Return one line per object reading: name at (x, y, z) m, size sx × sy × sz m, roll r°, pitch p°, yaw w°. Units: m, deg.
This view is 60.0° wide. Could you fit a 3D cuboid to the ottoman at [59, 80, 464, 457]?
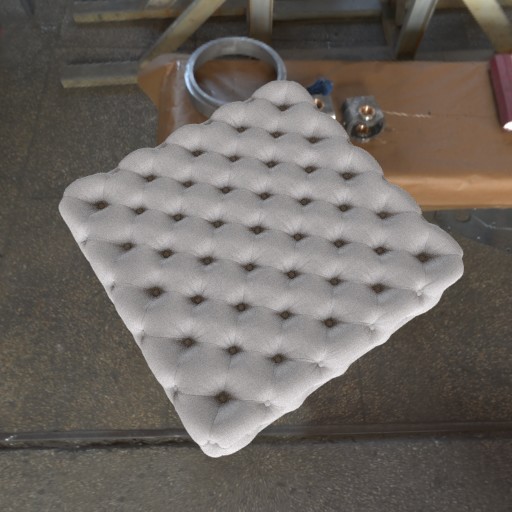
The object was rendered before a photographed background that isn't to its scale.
ottoman at (0.000, 0.000, 1.207) m, size 0.764 × 0.365 × 0.758 m, roll -32°, pitch 69°, yaw -14°
